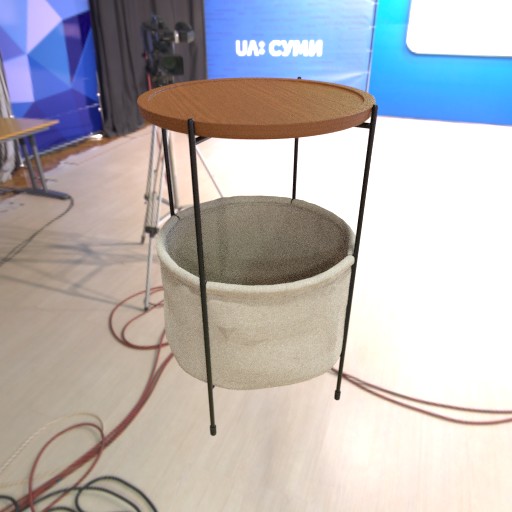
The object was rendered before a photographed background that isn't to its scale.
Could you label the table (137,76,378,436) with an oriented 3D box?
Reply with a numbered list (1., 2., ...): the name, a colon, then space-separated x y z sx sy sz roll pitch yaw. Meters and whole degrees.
1. table: 0.000 0.000 0.892 0.393 0.623 0.393 -10 32 -16
